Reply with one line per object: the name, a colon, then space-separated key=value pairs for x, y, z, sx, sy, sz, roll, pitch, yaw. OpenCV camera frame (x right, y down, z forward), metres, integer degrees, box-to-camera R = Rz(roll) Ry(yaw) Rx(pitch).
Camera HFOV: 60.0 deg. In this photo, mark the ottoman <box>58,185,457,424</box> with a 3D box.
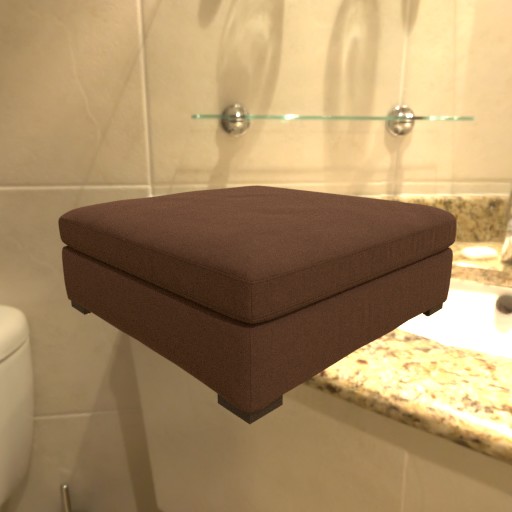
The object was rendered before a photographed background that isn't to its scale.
ottoman: x=0.000 y=0.000 z=1.840 sx=1.181 sy=0.470 sz=1.181 roll=-14 pitch=21 yaw=-42
